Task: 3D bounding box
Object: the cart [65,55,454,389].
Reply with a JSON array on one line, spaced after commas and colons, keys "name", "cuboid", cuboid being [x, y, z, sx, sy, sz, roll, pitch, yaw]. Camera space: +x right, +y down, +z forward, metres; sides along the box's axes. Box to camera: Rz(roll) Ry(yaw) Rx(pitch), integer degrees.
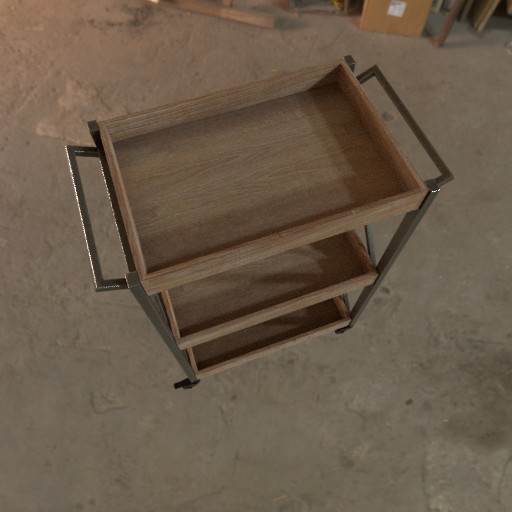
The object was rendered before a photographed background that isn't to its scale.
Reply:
[{"name": "cart", "cuboid": [0.000, 0.000, 1.190, 0.673, 0.835, 0.377, -18, 65, -9]}]
